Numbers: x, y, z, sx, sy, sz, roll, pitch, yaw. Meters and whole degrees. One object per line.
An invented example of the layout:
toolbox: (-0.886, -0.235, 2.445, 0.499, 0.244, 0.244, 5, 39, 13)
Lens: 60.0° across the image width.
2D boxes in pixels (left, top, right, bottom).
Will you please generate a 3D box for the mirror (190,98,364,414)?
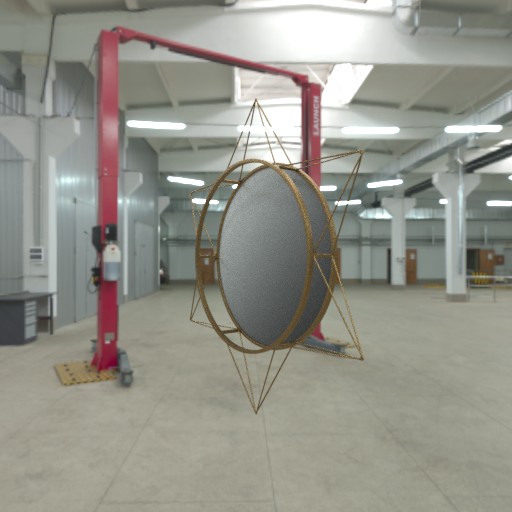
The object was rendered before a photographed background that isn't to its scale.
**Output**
mirror: (0.000, 0.000, 0.815, 0.062, 0.581, 0.498, 0, 0, -37)
